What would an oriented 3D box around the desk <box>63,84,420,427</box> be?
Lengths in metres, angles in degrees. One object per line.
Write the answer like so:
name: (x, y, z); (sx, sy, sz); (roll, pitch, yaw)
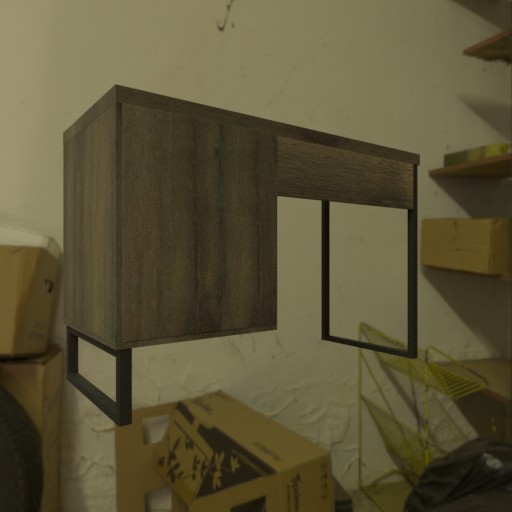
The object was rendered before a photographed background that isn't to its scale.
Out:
desk: (0.000, 0.000, 1.508); (1.134, 0.752, 0.511); (0, 0, -36)
